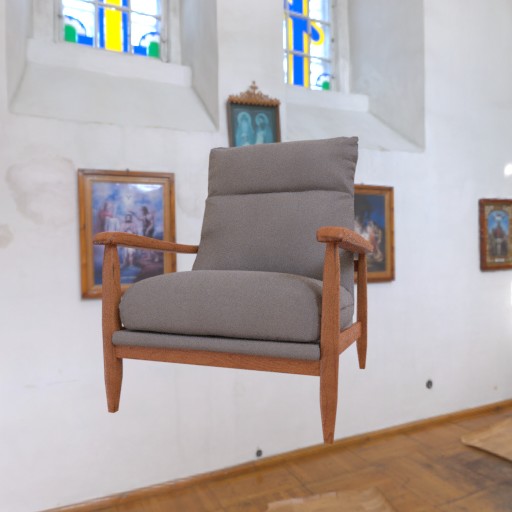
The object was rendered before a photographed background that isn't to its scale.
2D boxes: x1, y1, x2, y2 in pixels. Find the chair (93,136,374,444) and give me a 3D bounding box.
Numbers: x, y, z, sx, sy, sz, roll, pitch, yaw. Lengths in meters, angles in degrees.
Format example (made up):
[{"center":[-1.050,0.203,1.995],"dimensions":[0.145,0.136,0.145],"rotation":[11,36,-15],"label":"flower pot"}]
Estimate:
[{"center":[0.000,0.000,1.548],"dimensions":[0.782,0.922,0.816],"rotation":[0,0,20],"label":"chair"}]
